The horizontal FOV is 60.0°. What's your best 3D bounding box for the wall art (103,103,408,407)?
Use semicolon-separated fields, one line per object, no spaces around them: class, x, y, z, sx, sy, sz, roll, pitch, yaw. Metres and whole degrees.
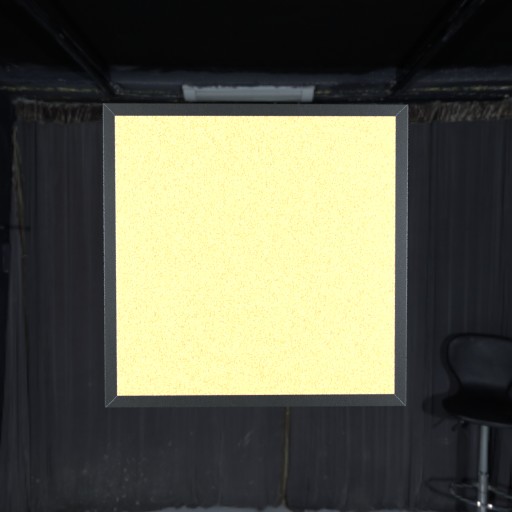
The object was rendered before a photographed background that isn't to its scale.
wall art;0.000;0.000;0.463;0.304;0.304;0.038;0;1;-1
